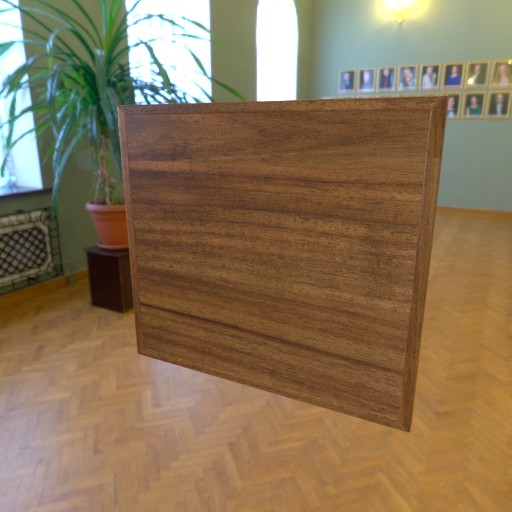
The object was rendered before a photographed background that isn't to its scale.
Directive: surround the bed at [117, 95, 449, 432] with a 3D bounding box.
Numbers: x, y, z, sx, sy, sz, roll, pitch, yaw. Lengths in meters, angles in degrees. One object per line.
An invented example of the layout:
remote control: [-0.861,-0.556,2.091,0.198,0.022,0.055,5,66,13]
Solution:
bed: [0.000,0.000,1.426,1.041,0.940,0.043,8,18,26]
